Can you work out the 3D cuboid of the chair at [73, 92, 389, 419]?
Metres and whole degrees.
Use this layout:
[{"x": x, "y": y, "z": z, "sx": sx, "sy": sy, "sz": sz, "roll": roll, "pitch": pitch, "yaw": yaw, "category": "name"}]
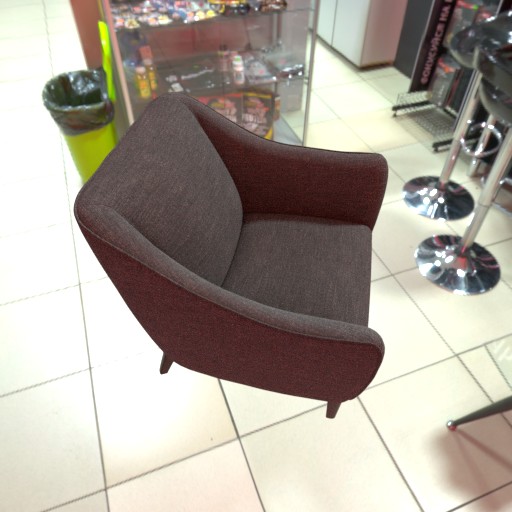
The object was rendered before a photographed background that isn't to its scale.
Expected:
[{"x": 0.000, "y": 0.000, "z": 1.554, "sx": 0.851, "sy": 0.829, "sz": 0.870, "roll": 9, "pitch": 47, "yaw": 8, "category": "chair"}]
